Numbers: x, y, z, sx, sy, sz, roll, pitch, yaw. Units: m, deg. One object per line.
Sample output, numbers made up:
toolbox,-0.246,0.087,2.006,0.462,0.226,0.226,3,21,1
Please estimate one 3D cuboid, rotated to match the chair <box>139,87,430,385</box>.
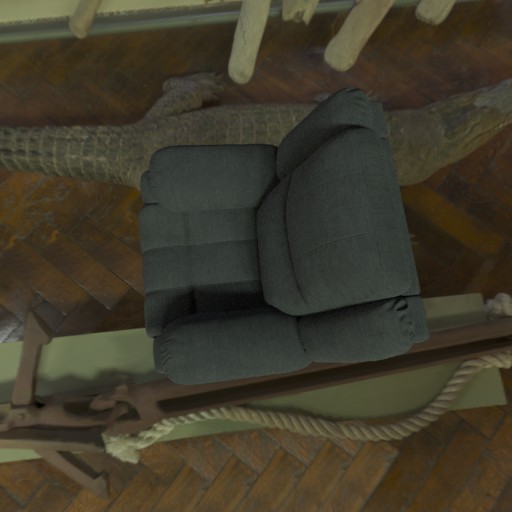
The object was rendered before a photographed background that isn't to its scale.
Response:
chair,0.000,0.000,1.731,0.944,1.008,0.899,-7,77,-2
